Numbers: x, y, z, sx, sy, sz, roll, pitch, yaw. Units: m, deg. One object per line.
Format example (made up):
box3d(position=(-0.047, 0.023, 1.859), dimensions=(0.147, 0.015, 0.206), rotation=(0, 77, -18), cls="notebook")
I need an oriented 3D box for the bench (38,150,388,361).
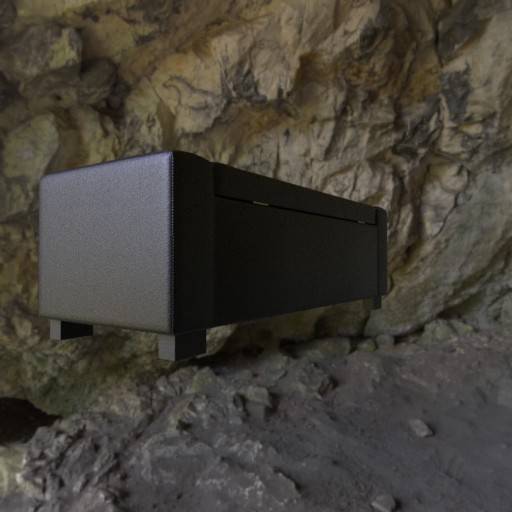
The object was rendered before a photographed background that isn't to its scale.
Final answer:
box3d(position=(0.000, 0.000, 1.549), dimensions=(0.508, 0.445, 1.296), rotation=(0, -1, 35), cls="bench")
